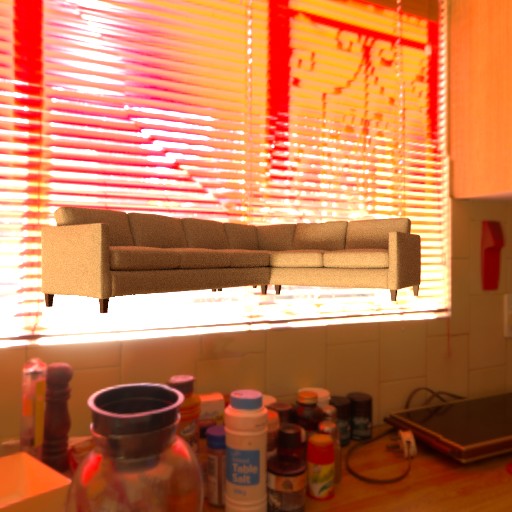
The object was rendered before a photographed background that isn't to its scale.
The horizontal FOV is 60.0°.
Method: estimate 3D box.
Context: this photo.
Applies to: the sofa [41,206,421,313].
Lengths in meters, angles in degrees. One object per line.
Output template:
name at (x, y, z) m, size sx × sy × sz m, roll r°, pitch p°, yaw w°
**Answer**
sofa at (0.000, 0.000, 4.627) m, size 2.522 × 0.934 × 3.333 m, roll 0°, pitch -1°, yaw 35°
